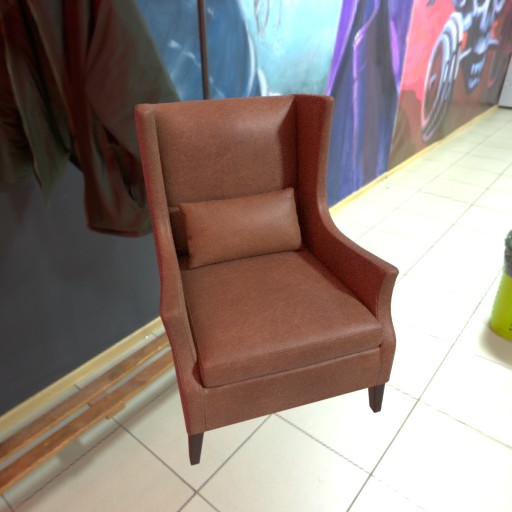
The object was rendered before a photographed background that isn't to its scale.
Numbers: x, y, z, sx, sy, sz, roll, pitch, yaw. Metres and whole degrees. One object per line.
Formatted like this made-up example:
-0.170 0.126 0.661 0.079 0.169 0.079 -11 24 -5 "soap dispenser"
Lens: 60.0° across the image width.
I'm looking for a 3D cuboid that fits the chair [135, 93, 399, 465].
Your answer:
0.000 0.000 1.724 0.815 1.088 0.913 -10 32 -15 "chair"
